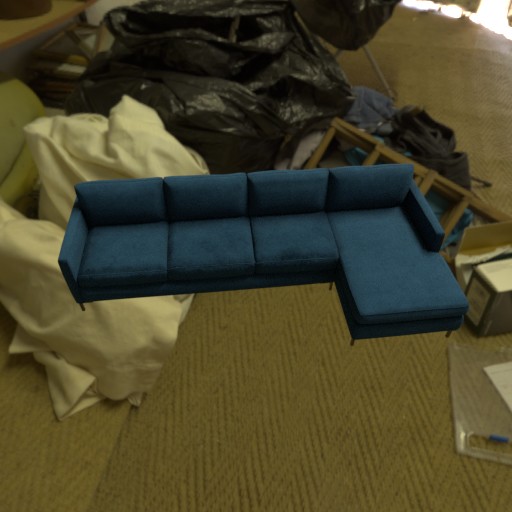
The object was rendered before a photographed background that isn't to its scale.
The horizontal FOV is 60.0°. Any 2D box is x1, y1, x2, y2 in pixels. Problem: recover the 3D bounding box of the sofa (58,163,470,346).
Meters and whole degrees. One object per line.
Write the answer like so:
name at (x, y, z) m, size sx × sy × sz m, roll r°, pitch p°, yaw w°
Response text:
sofa at (0.000, 0.000, 3.469) m, size 2.932 × 0.810 × 1.350 m, roll -4°, pitch 46°, yaw -4°
